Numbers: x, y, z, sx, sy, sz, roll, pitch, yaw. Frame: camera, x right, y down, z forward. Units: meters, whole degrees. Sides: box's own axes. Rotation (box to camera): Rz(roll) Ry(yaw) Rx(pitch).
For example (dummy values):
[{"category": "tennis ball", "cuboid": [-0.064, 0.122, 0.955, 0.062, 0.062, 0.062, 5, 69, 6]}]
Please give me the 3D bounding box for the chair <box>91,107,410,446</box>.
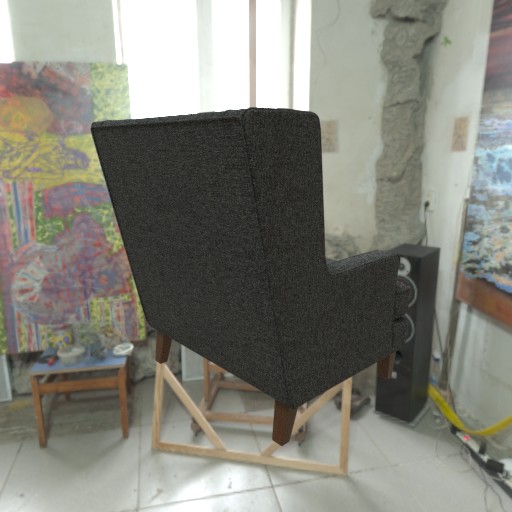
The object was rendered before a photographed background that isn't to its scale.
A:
[{"category": "chair", "cuboid": [0.000, 0.000, 1.833, 0.927, 1.082, 0.942, -13, 19, -41]}]
